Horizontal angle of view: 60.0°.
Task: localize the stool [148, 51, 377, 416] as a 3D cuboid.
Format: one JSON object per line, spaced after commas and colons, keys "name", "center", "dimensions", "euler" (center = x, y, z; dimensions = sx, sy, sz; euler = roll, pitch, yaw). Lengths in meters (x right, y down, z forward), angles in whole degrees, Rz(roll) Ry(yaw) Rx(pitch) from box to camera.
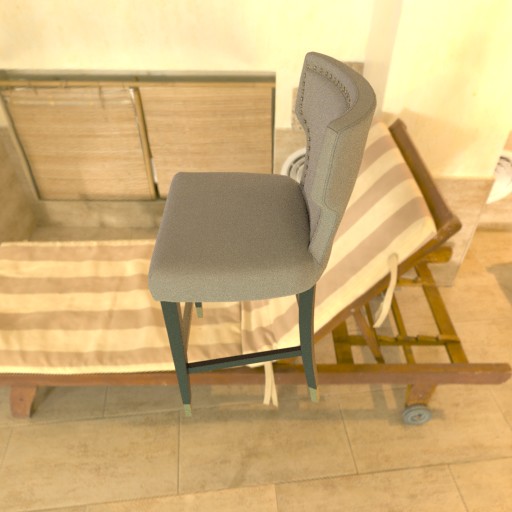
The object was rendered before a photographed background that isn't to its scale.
{"name": "stool", "center": [0.000, 0.000, 1.407], "dimensions": [0.563, 1.092, 0.526], "euler": [0, 41, 0]}
